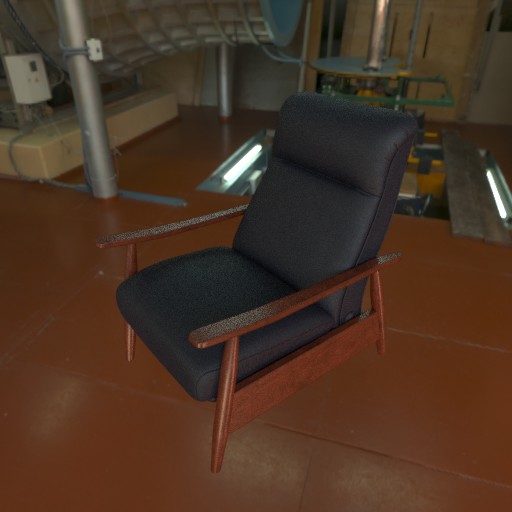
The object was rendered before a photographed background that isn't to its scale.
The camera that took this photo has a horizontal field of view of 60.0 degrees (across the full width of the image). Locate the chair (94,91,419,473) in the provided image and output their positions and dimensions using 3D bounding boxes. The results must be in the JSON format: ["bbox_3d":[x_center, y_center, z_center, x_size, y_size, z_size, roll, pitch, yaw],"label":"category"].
[{"bbox_3d":[0.000,0.000,1.772,1.014,1.082,0.762,-22,38,-32],"label":"chair"}]
